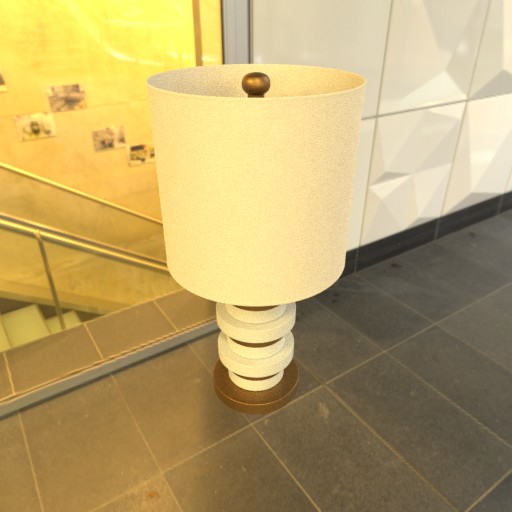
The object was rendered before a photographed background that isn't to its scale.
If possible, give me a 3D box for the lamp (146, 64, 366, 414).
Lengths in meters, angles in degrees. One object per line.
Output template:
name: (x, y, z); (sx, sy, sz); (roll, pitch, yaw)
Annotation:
lamp: (0.000, 0.000, 0.531); (0.210, 0.410, 0.210); (21, 36, 31)
